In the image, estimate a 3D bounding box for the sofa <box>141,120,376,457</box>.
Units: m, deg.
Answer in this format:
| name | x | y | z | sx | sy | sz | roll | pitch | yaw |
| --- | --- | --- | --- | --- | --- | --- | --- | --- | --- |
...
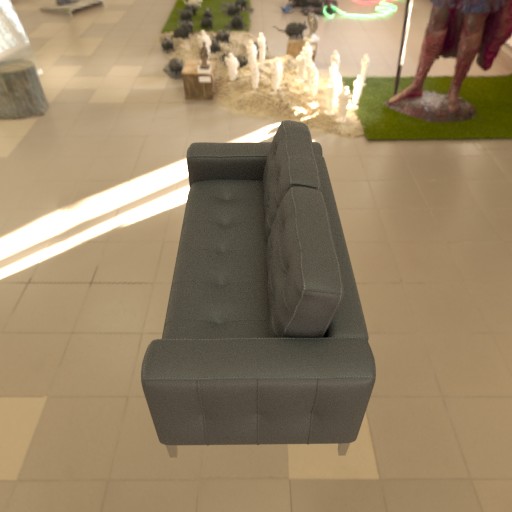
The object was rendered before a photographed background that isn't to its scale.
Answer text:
| name | x | y | z | sx | sy | sz | roll | pitch | yaw |
| --- | --- | --- | --- | --- | --- | --- | --- | --- | --- |
| sofa | 0.000 | 0.000 | 2.259 | 0.833 | 0.893 | 1.726 | 0 | 42 | 0 |
